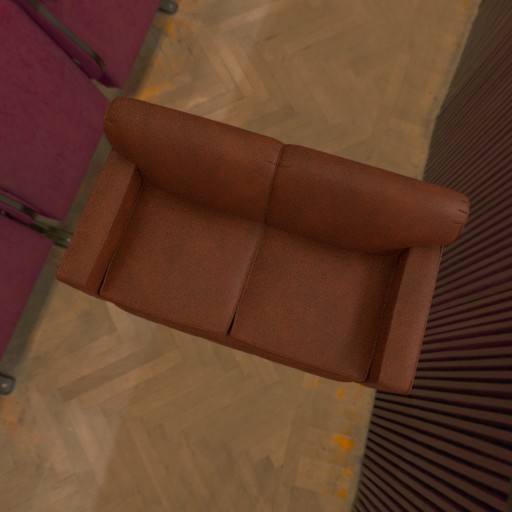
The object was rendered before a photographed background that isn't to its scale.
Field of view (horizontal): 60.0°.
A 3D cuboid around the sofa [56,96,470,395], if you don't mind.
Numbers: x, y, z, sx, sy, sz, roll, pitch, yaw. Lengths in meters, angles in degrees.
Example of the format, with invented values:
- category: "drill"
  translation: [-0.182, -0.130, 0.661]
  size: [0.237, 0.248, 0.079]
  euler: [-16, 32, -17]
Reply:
- category: "sofa"
  translation: [0.000, 0.000, 2.420]
  size: [1.856, 0.966, 1.000]
  euler: [17, 76, 4]
